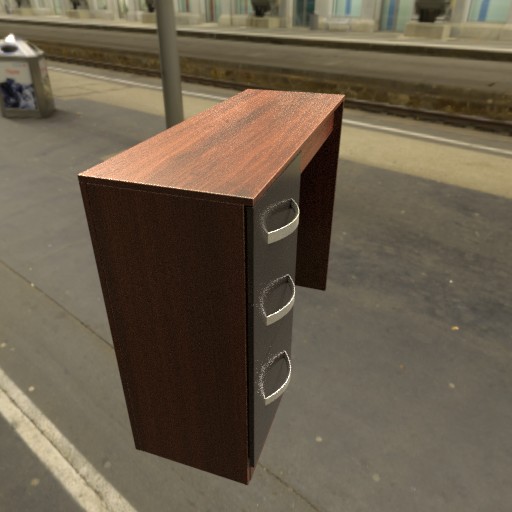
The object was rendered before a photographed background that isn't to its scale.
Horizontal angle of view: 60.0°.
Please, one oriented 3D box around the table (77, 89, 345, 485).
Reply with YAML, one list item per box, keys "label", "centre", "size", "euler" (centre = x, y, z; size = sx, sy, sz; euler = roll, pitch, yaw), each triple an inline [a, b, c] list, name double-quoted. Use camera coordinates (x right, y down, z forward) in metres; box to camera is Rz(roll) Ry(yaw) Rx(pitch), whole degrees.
- label: "table"
  centre: [0.000, 0.000, 1.343]
  size: [0.380, 0.790, 0.930]
  euler: [10, 32, 16]
